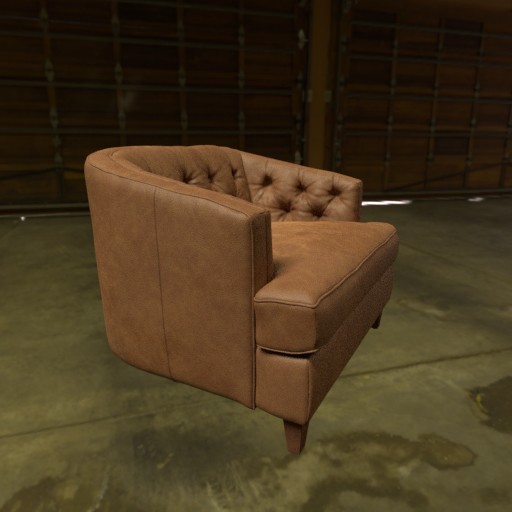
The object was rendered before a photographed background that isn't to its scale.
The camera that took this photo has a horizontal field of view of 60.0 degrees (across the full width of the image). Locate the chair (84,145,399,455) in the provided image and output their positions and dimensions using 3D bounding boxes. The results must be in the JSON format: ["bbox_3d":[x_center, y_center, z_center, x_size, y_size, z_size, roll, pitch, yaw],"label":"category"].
[{"bbox_3d":[0.000,0.000,1.735,0.911,0.836,1.119,7,16,26],"label":"chair"}]
